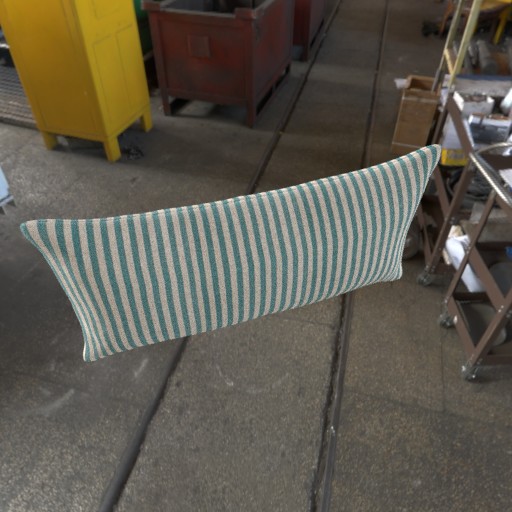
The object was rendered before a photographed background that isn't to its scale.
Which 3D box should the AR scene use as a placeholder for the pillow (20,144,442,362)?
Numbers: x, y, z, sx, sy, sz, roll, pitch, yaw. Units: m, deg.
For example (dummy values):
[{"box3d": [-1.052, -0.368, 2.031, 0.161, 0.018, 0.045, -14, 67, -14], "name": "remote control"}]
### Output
[{"box3d": [0.000, 0.000, 0.719, 0.617, 0.295, 0.151, -13, 44, -14], "name": "pillow"}]
